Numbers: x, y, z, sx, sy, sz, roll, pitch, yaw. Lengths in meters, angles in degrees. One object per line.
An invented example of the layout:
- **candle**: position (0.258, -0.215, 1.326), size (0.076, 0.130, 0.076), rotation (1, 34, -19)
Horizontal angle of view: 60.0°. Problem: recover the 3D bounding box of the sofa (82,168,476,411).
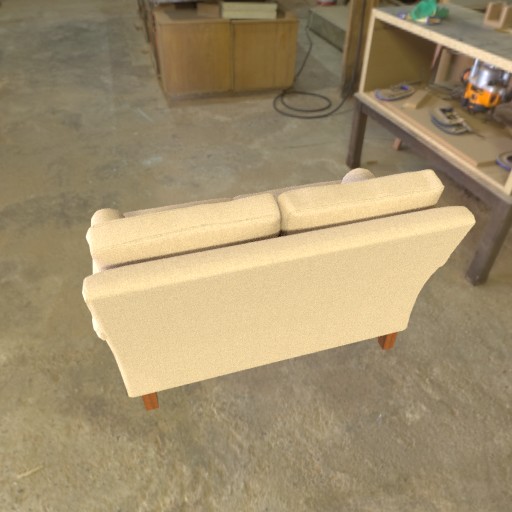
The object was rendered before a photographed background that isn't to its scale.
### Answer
- **sofa**: position (0.000, 0.000, 2.200), size (1.508, 1.048, 1.087), rotation (-11, 42, -12)
